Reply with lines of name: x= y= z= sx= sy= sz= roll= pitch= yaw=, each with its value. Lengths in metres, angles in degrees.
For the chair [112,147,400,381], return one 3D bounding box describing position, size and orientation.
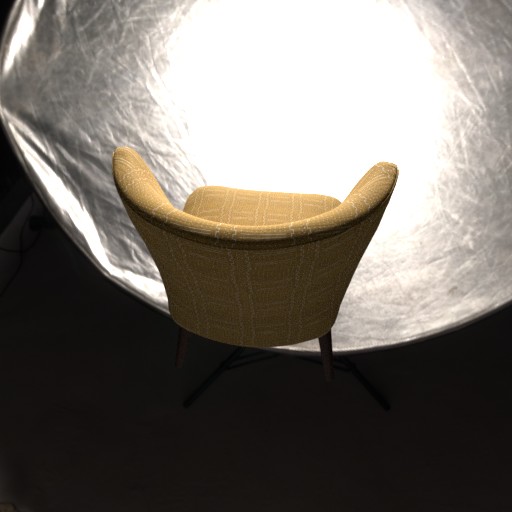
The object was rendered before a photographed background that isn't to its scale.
chair: x=0.000 y=0.000 z=1.412 sx=0.706 sy=0.866 sz=0.758 roll=4 pitch=47 yaw=4
